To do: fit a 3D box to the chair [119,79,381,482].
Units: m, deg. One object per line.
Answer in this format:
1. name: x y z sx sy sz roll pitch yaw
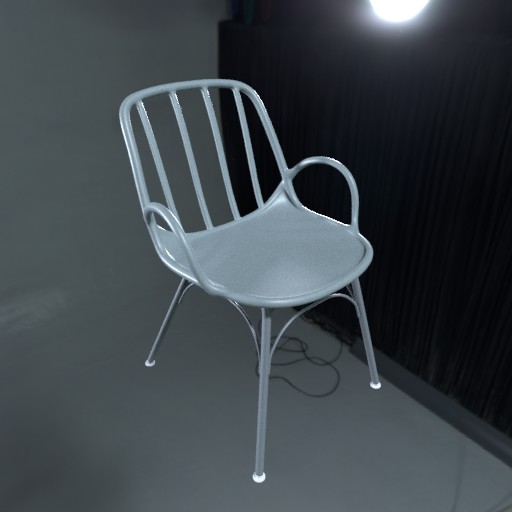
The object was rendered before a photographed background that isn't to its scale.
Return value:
1. chair: 0.000 0.000 1.187 0.549 0.816 0.597 -23 37 -34
